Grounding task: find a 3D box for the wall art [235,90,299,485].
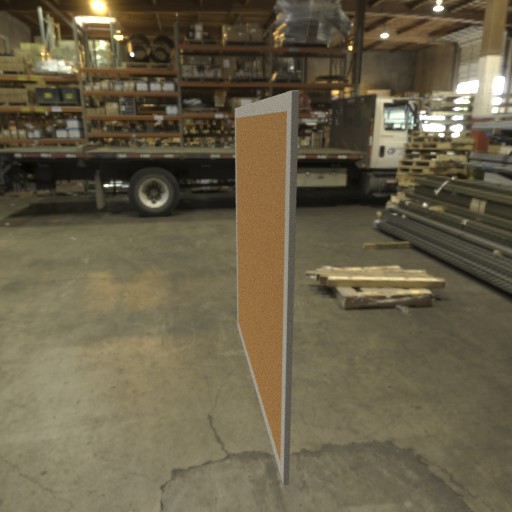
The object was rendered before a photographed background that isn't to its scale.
[{"bbox_3d":[0.000,0.000,1.242,0.013,0.813,0.812,-3,17,-9],"label":"wall art"}]
